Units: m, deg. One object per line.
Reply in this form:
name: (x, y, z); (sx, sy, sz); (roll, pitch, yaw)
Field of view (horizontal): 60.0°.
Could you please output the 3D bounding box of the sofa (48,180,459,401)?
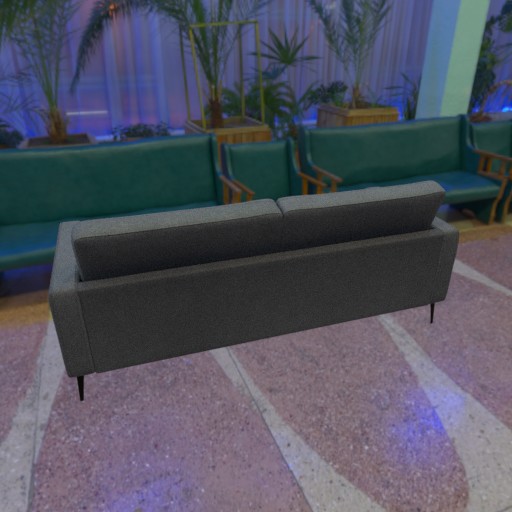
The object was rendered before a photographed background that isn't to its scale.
sofa: (0.000, 0.000, 2.341); (1.925, 0.828, 0.774); (-9, 28, -16)
